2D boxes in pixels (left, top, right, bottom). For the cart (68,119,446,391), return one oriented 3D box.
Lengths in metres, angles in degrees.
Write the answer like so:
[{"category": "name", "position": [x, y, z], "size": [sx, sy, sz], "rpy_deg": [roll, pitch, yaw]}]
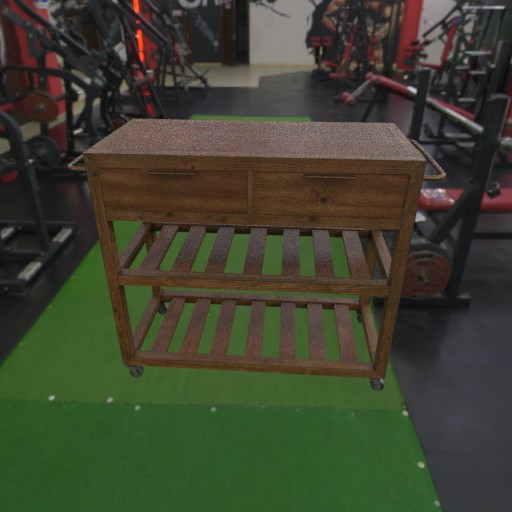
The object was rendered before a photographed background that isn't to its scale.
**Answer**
[{"category": "cart", "position": [0.000, 0.000, 1.553], "size": [1.065, 0.830, 0.445], "rpy_deg": [2, 29, 4]}]
